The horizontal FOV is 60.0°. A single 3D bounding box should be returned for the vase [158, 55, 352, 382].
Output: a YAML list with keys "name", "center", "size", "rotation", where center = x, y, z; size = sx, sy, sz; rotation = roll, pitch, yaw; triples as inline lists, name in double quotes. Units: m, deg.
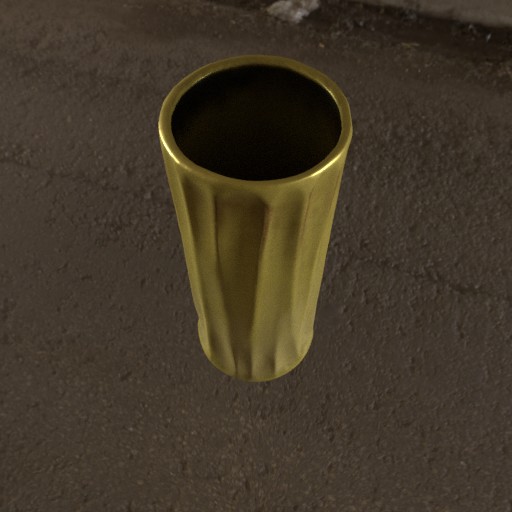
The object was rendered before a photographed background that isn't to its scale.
- name: "vase"
  center: [0.000, 0.000, 0.178]
  size: [0.061, 0.143, 0.061]
  rotation: [0, 58, 0]
